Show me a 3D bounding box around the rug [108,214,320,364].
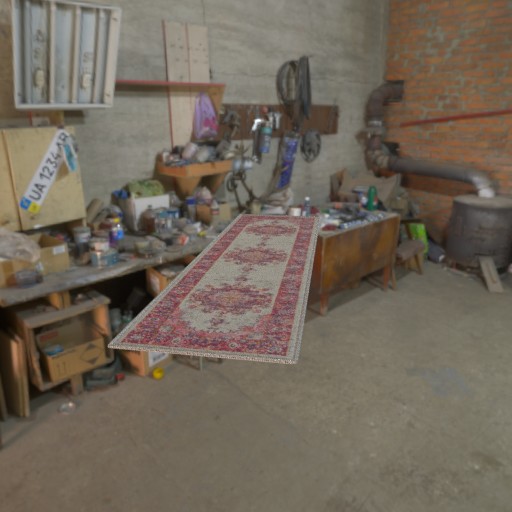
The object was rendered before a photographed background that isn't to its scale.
[{"bbox_3d":[0.000,0.000,2.571,0.666,0.011,2.294,3,17,9],"label":"rug"}]
